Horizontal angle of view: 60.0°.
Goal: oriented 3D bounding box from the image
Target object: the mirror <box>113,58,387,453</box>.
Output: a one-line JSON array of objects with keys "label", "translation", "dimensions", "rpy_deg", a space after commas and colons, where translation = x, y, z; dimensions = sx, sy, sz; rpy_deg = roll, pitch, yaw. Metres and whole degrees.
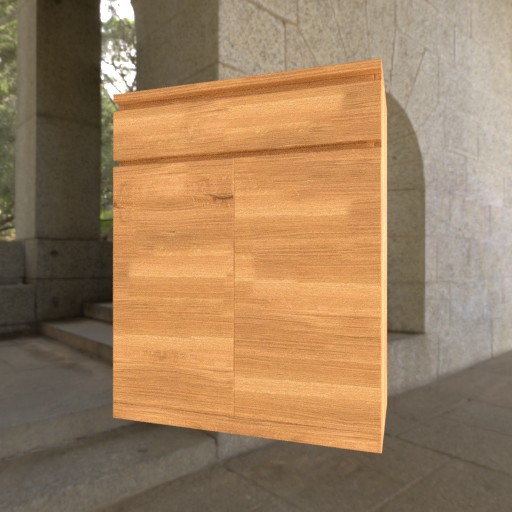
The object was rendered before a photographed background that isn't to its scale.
[{"label": "mirror", "translation": [0.000, 0.000, 1.435], "dimensions": [0.800, 1.000, 0.400], "rpy_deg": [0, 0, 18]}]
